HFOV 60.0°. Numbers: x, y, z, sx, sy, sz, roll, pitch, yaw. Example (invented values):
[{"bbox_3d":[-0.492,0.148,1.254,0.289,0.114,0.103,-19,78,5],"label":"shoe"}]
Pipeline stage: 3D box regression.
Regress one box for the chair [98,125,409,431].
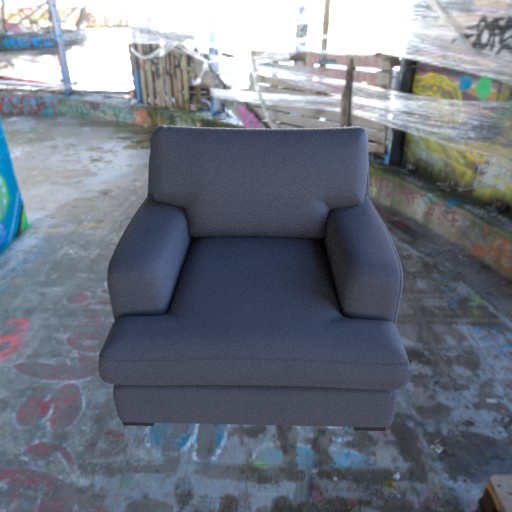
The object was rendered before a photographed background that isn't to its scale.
[{"bbox_3d":[0.000,0.000,1.945,1.168,0.940,1.143,1,30,1],"label":"chair"}]
